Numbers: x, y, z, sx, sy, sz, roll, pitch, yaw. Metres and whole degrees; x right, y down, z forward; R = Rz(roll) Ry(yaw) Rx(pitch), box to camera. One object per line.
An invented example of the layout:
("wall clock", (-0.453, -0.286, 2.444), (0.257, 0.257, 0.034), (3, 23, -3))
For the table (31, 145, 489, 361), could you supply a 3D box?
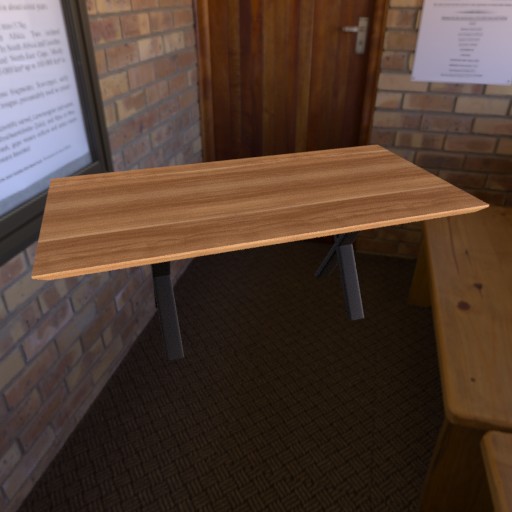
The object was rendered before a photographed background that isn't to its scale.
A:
("table", (0.000, 0.000, 2.442), (2.000, 0.770, 1.000), (-9, 32, -15))
